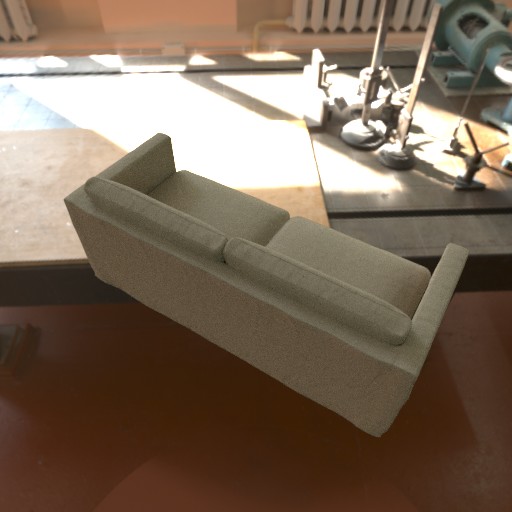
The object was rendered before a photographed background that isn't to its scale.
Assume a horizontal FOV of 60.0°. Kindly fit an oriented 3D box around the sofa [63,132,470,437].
[{"bbox_3d":[0.000,0.000,2.814,2.296,0.847,0.956,25,52,21],"label":"sofa"}]
